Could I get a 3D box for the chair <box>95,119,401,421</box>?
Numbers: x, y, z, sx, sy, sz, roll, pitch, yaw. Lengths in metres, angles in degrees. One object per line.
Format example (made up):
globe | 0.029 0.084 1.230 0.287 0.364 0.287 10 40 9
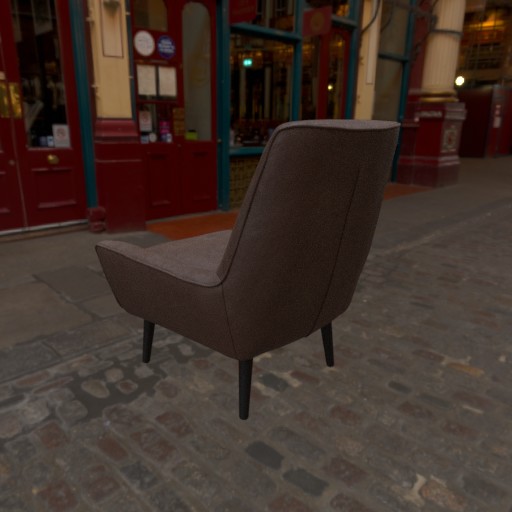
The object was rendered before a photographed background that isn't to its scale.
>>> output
chair | 0.000 0.000 1.512 0.787 0.888 0.824 -16 23 -42
